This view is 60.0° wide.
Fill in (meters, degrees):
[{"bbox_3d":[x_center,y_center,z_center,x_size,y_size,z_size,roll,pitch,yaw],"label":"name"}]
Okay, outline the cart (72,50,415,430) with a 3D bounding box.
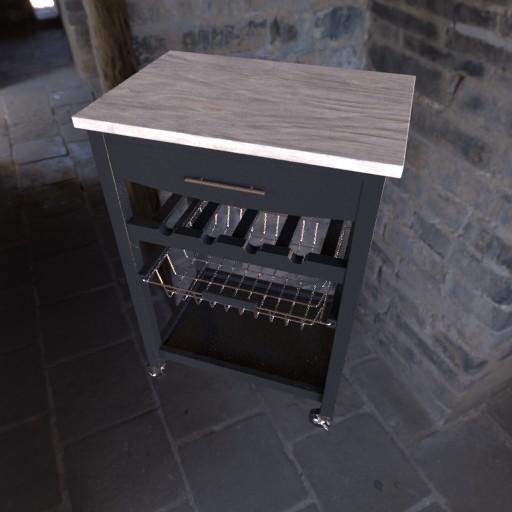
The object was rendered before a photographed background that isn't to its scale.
[{"bbox_3d":[0.000,0.000,1.141,0.584,0.839,0.403,12,43,13],"label":"cart"}]
